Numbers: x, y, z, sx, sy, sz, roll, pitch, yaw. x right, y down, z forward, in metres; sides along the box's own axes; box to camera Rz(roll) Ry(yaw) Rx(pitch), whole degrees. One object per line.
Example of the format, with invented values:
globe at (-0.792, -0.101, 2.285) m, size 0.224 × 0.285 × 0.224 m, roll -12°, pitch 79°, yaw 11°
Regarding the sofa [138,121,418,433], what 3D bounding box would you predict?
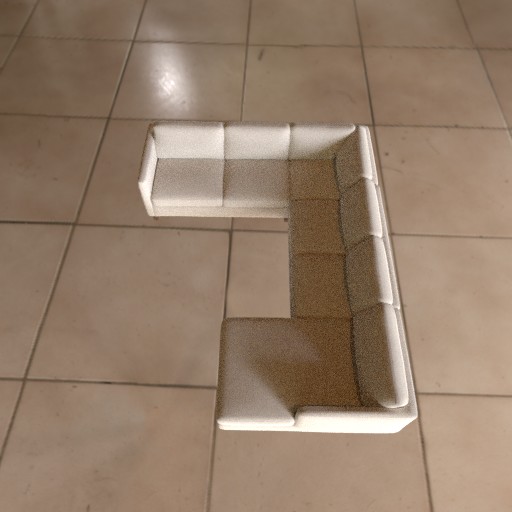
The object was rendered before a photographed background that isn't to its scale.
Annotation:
sofa at (0.000, 0.000, 4.437) m, size 2.551 × 0.853 × 3.238 m, roll 1°, pitch 58°, yaw 0°
